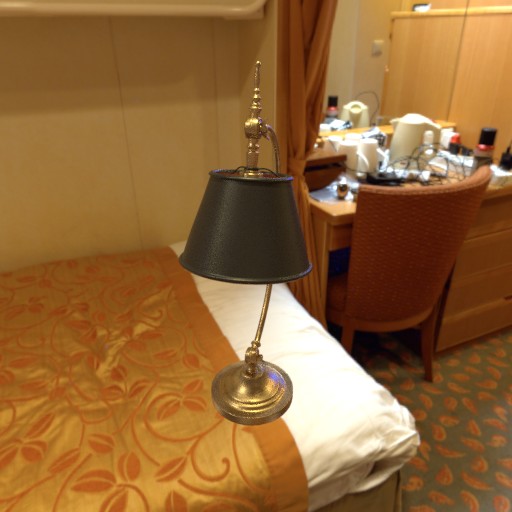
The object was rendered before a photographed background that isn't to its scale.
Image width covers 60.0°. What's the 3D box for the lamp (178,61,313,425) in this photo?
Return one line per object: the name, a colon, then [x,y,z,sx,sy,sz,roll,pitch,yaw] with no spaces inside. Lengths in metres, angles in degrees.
lamp: [0.000,0.000,0.839,0.235,0.675,0.344,8,28,16]
